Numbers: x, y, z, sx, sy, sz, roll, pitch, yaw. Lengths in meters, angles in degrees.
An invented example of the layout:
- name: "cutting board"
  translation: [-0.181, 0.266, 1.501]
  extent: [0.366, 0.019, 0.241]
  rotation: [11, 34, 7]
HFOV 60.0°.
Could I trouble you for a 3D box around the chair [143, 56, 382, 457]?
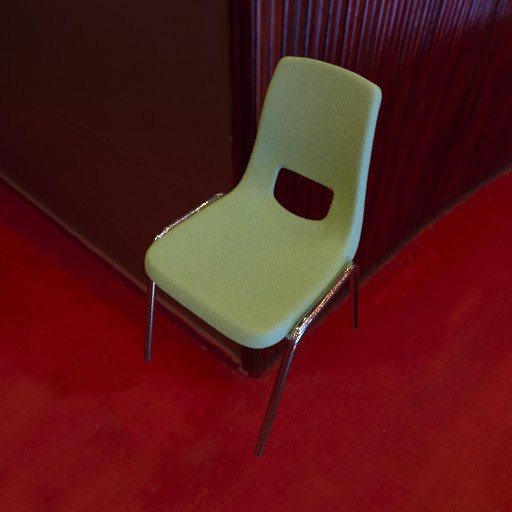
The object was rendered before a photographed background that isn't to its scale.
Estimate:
- name: "chair"
  translation: [0.000, 0.000, 0.911]
  extent: [0.381, 0.653, 0.436]
  rotation: [31, 53, 26]
